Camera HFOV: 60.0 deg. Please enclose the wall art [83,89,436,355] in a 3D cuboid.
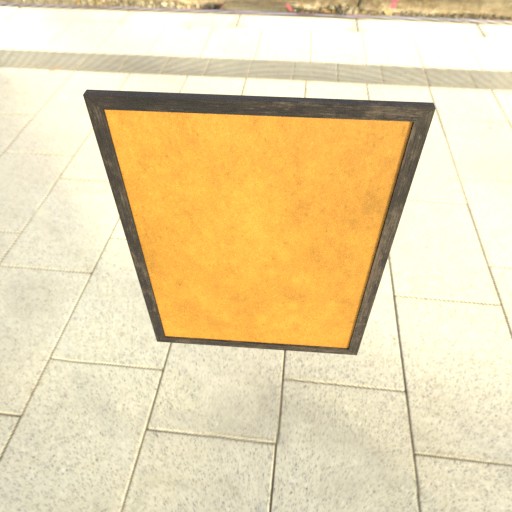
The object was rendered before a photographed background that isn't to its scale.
[{"bbox_3d":[0.000,0.000,1.415,0.812,1.066,0.029,3,47,3],"label":"wall art"}]
